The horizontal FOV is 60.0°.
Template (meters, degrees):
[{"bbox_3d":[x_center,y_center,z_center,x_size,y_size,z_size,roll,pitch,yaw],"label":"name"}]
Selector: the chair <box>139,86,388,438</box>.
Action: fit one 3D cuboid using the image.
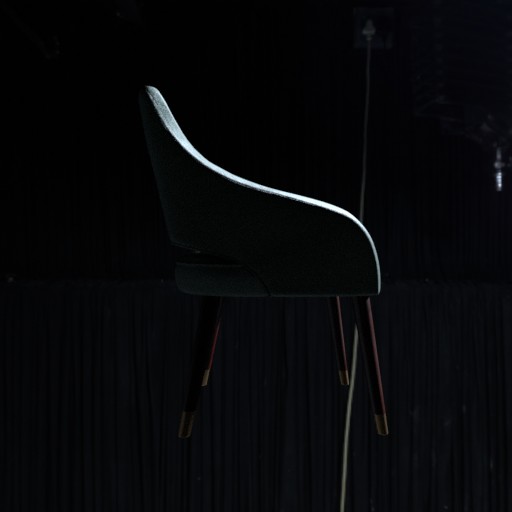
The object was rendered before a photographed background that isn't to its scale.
[{"bbox_3d":[0.000,0.000,1.607,0.794,1.081,0.683,0,0,-1],"label":"chair"}]
